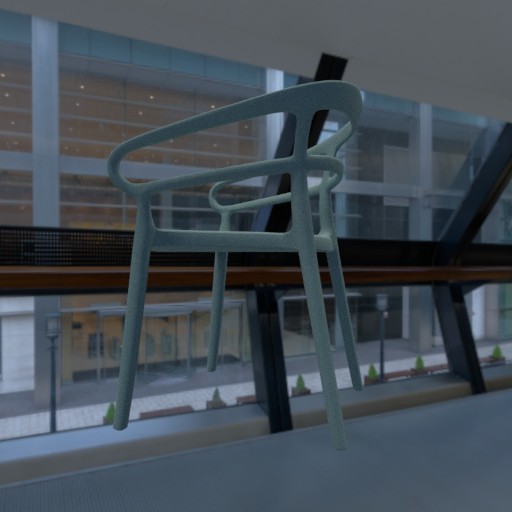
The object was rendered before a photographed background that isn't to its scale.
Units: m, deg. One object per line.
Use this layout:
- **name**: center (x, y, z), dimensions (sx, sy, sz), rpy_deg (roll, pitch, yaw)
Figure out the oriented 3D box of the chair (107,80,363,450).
- **chair**: center (0.000, 0.000, 1.135), dimensions (0.527, 0.761, 0.559), rpy_deg (0, 1, 18)
